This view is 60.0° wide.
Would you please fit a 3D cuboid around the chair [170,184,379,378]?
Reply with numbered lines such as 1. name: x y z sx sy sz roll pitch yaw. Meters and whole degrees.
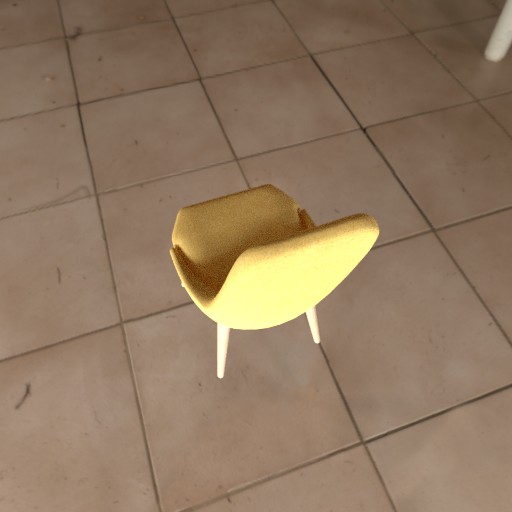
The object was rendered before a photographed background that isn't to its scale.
1. chair: 0.000 0.000 1.429 0.510 1.040 0.660 -17 59 -11
